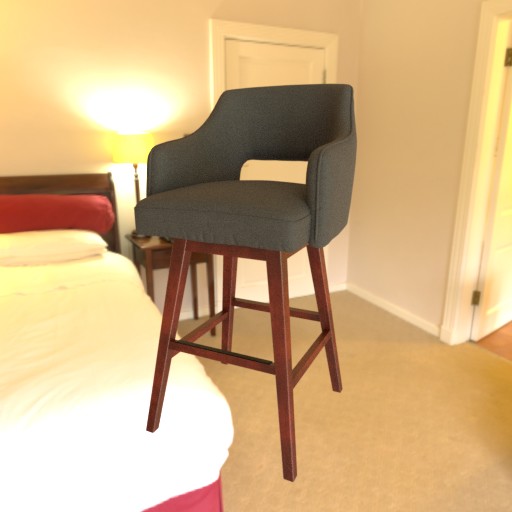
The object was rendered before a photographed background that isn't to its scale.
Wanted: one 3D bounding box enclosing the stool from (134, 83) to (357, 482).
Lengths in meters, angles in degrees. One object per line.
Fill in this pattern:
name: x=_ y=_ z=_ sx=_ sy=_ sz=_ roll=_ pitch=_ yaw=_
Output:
stool: x=0.000 y=0.000 z=1.335 sx=0.548 sy=1.012 sz=0.558 roll=7 pitch=17 yaw=25
